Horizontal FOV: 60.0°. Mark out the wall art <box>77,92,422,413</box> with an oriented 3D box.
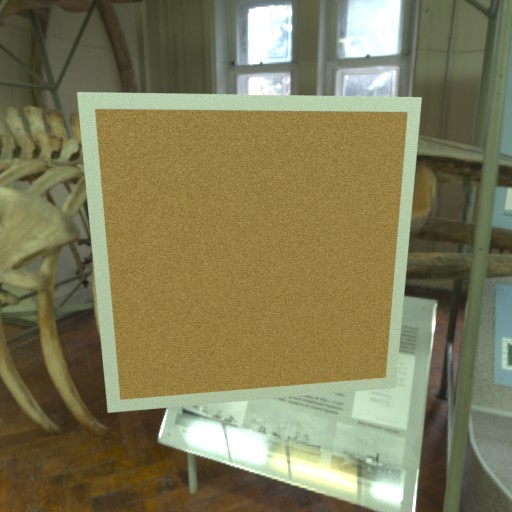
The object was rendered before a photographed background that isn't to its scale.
[{"bbox_3d":[0.000,0.000,0.444,0.305,0.302,0.038,-2,15,-8],"label":"wall art"}]
